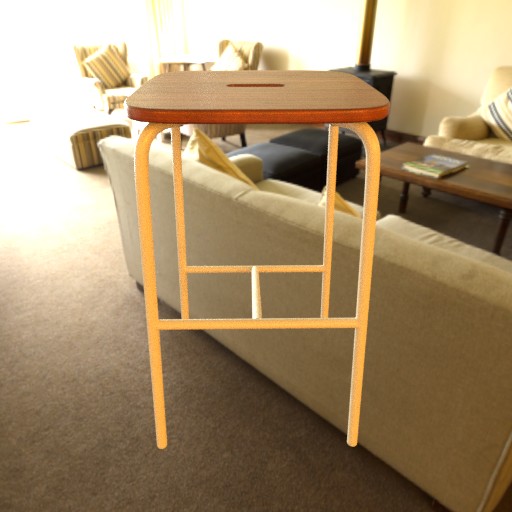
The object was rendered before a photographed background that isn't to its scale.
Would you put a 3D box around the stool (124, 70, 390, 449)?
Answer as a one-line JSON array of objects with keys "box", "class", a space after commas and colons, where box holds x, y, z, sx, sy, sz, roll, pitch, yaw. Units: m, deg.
[{"box": [0.000, 0.000, 0.839, 0.376, 0.610, 0.376, 0, 30, -1], "class": "stool"}]
